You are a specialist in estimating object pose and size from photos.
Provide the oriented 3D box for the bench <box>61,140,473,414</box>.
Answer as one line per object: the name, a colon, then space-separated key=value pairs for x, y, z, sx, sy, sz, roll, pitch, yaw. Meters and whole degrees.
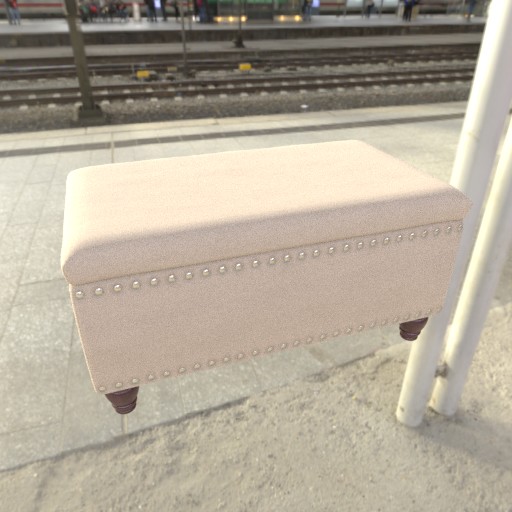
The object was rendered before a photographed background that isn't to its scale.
bench: x=0.000 y=0.000 z=1.187 sx=0.887 sy=0.449 sz=0.500 roll=-10 pitch=31 yaw=-16
